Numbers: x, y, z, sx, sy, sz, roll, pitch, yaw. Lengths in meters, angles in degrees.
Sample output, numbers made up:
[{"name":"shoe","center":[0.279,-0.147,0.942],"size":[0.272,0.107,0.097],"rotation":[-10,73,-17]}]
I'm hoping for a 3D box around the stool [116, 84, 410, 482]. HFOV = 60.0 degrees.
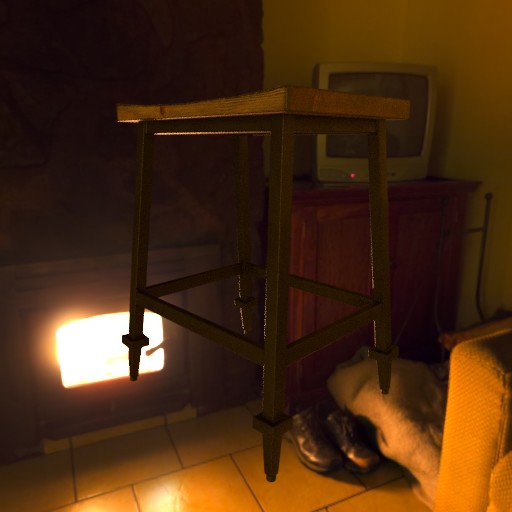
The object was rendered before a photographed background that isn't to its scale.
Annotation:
[{"name":"stool","center":[0.000,0.000,0.949],"size":[0.405,0.625,0.486],"rotation":[-14,20,-43]}]
